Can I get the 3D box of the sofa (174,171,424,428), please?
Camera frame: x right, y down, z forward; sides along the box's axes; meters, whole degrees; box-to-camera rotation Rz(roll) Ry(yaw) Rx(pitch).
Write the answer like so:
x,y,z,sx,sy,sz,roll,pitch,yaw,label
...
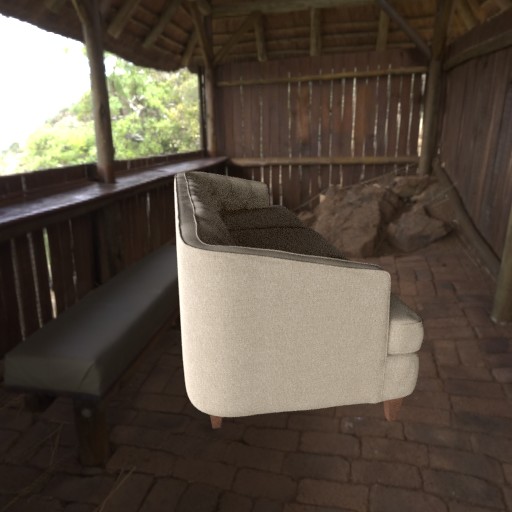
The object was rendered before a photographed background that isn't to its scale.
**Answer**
x,y,z,sx,sy,sz,roll,pitch,yaw,label
0.000,0.000,2.622,0.913,0.788,2.235,-3,18,-10,sofa
